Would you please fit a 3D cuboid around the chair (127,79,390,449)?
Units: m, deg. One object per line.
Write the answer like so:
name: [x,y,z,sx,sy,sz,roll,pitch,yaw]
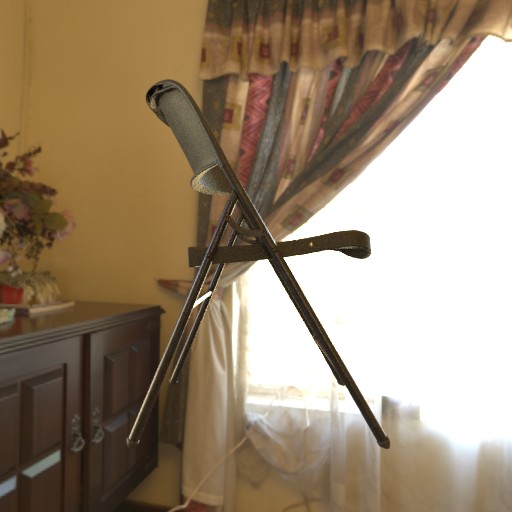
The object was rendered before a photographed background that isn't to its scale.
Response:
chair: [0.000,0.000,1.171,0.566,0.810,0.494,0,0,0]
